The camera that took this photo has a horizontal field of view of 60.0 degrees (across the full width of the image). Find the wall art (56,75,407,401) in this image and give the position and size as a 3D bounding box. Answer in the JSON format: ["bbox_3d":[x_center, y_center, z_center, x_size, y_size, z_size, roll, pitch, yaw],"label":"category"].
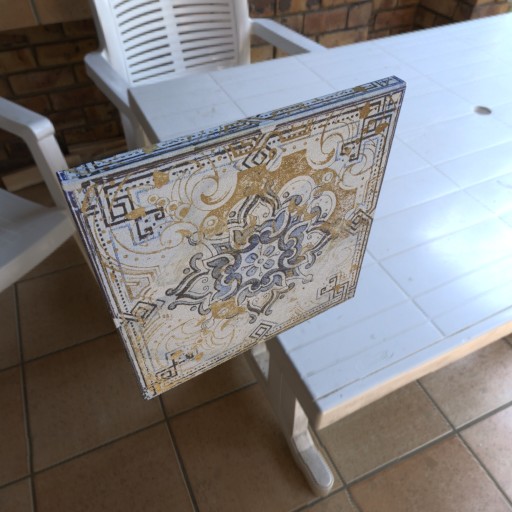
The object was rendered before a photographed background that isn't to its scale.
[{"bbox_3d":[0.000,0.000,0.913,0.609,0.607,0.036,-23,50,-21],"label":"wall art"}]
